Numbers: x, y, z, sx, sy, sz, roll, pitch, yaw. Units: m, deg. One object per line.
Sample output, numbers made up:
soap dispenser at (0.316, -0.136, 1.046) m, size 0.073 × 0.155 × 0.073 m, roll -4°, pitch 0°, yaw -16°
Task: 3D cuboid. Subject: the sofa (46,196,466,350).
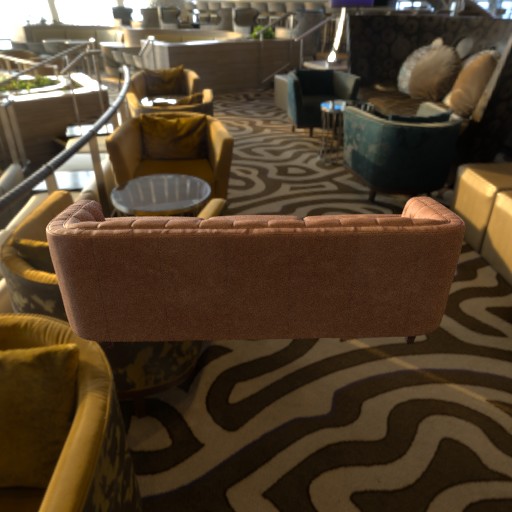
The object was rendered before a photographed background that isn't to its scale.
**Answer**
sofa at (0.000, 0.000, 2.689) m, size 2.257 × 0.791 × 0.922 m, roll -1°, pitch 30°, yaw -1°
